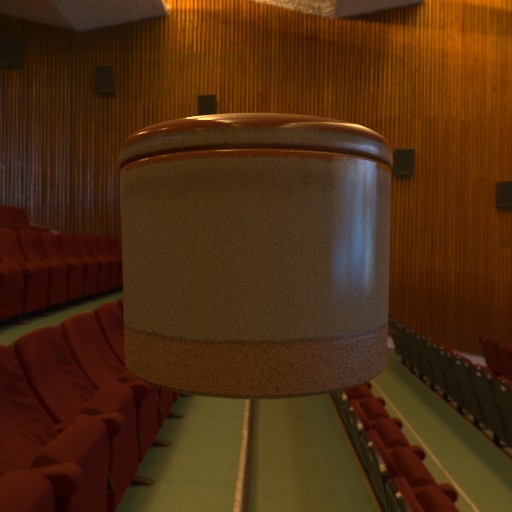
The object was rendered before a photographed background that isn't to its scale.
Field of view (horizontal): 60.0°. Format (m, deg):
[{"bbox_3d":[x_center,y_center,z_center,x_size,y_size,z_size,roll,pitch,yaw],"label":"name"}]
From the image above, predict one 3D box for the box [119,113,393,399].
[{"bbox_3d":[0.000,0.000,0.209,0.123,0.100,0.123,0,1,0],"label":"box"}]
